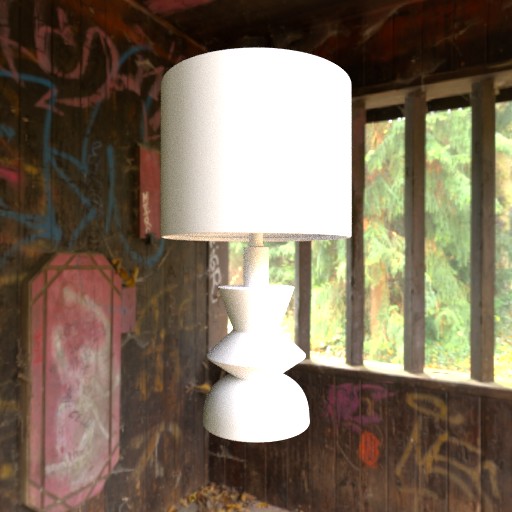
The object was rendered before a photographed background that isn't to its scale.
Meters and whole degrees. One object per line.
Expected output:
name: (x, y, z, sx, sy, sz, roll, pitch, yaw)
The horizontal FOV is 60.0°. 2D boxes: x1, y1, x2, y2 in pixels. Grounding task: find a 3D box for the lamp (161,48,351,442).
lamp: (0.000, 0.000, 0.717, 0.301, 0.533, 0.301, 0, 0, 1)
